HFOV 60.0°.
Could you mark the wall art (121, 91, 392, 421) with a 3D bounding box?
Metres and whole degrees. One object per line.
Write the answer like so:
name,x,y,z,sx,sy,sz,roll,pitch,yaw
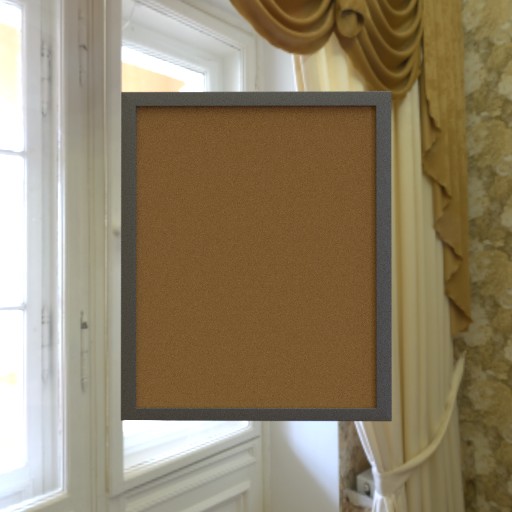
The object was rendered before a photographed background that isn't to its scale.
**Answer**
wall art,0.000,0.000,0.764,0.458,0.558,0.029,0,0,0
